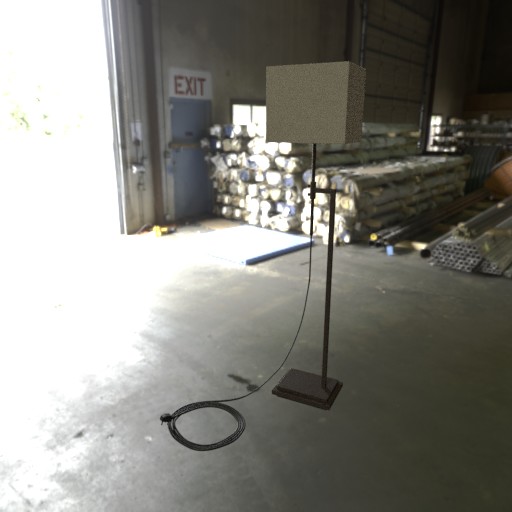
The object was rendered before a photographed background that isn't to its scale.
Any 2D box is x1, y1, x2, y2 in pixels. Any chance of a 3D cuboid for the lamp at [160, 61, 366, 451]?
[{"bbox_3d":[0.000,0.000,1.992,0.698,1.600,0.774,8,18,25],"label":"lamp"}]
